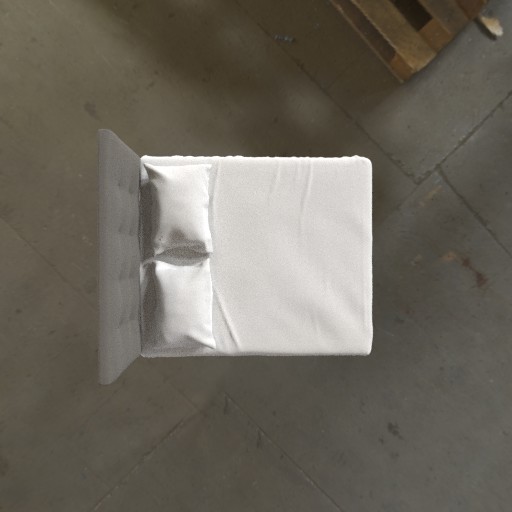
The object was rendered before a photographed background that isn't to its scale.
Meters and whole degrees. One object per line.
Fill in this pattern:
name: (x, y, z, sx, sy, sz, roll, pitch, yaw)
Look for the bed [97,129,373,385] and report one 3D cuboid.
bed: (0.000, 0.000, 3.603, 2.222, 1.577, 1.936, 0, 91, -2)
